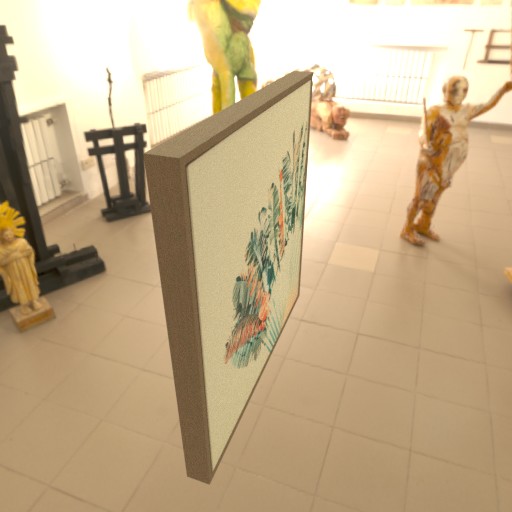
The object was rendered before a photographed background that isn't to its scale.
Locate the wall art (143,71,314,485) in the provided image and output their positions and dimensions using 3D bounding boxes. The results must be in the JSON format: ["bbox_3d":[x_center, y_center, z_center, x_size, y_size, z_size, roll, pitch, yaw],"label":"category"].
[{"bbox_3d":[0.000,0.000,0.744,0.038,0.506,0.508,11,33,17],"label":"wall art"}]
